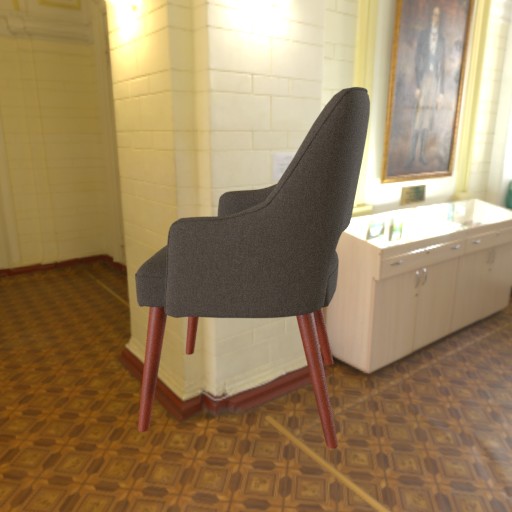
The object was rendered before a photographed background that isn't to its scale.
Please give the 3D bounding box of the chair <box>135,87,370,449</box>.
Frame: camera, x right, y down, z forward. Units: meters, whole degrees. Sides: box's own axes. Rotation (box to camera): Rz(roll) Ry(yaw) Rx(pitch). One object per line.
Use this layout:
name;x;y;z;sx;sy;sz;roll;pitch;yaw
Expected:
chair;0.000;0.000;1.214;0.560;0.838;0.559;2;15;8
